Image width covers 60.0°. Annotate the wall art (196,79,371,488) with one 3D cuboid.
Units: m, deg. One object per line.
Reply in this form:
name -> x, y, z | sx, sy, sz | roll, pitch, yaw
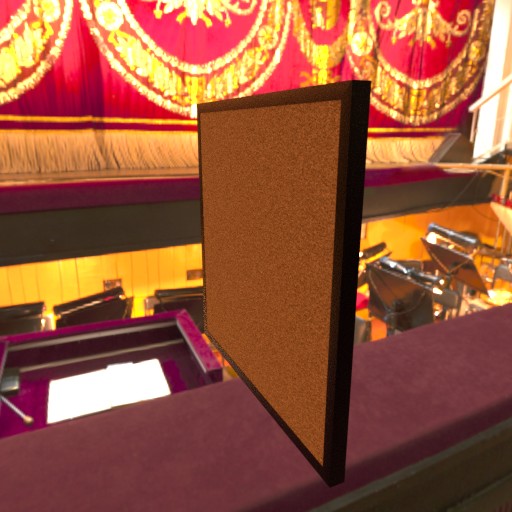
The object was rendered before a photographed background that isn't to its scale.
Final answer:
wall art -> 0.000, 0.000, 1.109 | 0.036, 0.755, 0.756 | -7, 18, -24
